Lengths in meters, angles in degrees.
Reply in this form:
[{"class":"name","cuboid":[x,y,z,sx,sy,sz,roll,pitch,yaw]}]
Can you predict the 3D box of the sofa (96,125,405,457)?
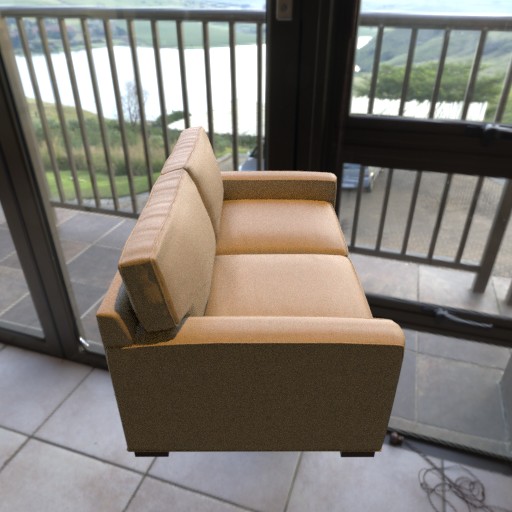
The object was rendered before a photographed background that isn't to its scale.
[{"class":"sofa","cuboid":[0.000,0.000,2.039,0.942,0.853,1.484,0,31,0]}]
